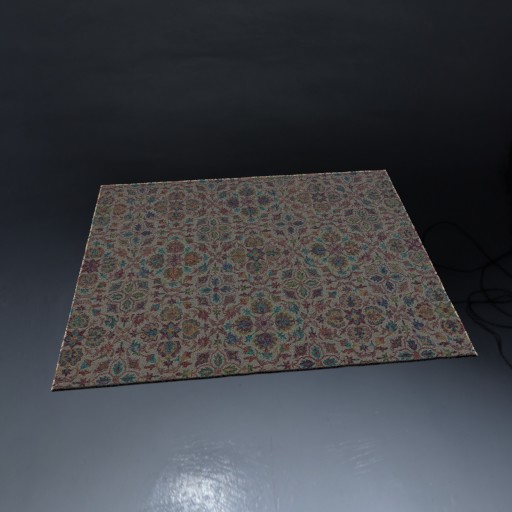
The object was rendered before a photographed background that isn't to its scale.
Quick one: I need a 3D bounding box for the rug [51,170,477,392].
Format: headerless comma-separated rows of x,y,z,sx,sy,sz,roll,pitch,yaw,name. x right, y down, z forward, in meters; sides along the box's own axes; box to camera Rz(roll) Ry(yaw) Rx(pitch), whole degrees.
0.000,0.000,4.156,3.215,0.020,2.446,-4,46,-4,rug
